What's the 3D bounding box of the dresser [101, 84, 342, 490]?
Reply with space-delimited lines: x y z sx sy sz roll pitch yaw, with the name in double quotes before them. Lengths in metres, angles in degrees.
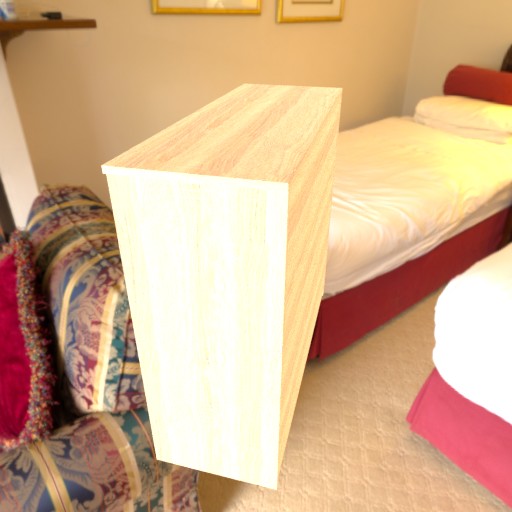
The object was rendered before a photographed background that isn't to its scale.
"dresser" 0.000 0.000 1.449 0.380 0.900 0.980 8 31 13
